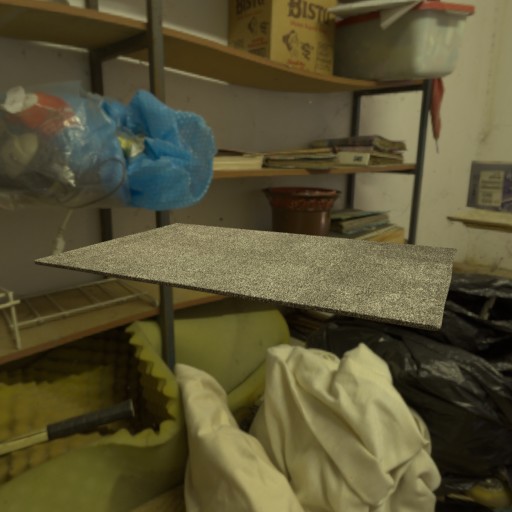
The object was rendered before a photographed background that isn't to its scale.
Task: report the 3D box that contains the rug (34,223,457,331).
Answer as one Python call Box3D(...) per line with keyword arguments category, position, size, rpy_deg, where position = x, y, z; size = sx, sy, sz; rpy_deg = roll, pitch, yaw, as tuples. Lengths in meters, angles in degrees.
Box3D(category="rug", position=(0.000, 0.000, 2.899), size=(2.352, 0.025, 1.501), rpy_deg=(7, 16, 25))
